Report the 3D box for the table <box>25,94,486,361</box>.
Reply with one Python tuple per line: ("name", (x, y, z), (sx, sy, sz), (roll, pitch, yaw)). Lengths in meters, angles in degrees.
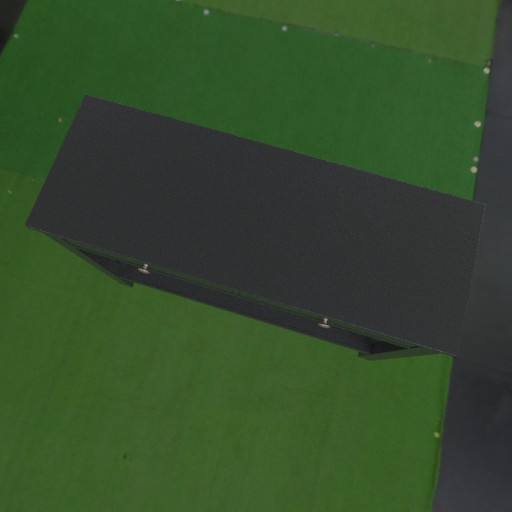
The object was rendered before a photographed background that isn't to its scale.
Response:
("table", (0.000, 0.000, 1.451), (1.068, 0.753, 0.397), (16, 76, 4))
